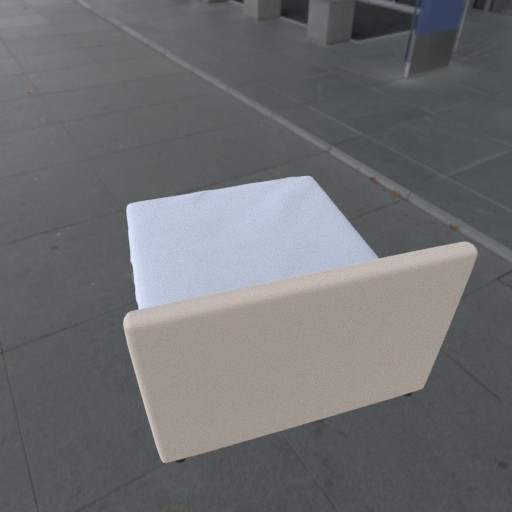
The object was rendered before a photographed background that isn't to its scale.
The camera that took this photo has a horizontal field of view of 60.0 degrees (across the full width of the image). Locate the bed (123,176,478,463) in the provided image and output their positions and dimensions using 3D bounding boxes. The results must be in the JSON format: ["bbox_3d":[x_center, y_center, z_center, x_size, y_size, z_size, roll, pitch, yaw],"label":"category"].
[{"bbox_3d":[0.000,0.000,3.281,1.884,1.330,2.142,-11,41,-13],"label":"bed"}]
